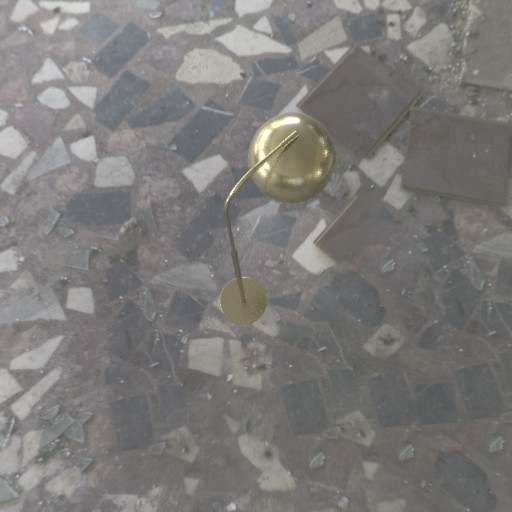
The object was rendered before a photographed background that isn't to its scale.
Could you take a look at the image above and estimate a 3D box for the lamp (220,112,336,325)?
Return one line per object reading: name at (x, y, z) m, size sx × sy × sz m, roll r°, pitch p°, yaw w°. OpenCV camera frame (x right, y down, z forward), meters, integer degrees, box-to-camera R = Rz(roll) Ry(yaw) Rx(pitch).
lamp at (0.000, 0.000, 1.648) m, size 0.431 × 1.526 × 0.250 m, roll -41°, pitch 80°, yaw -9°
